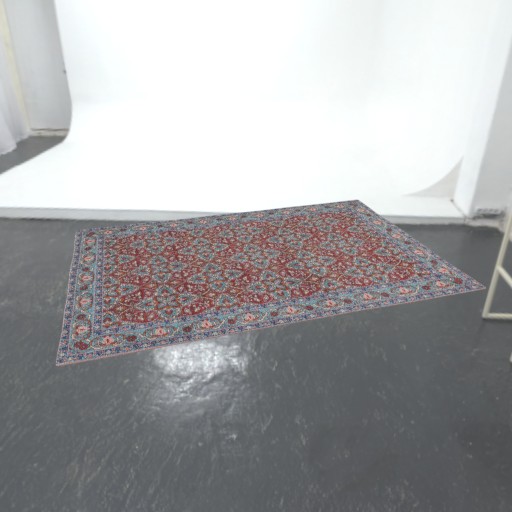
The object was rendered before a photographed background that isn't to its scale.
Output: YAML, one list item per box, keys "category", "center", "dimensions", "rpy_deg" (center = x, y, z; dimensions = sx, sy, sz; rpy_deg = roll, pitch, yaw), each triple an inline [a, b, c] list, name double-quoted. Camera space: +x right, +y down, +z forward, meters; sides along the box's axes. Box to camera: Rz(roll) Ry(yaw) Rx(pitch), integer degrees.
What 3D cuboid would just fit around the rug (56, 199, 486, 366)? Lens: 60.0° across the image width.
- category: "rug"
  center: [0.000, 0.000, 2.302]
  dimensions: [1.829, 0.009, 1.219]
  rpy_deg: [-8, 28, -15]
